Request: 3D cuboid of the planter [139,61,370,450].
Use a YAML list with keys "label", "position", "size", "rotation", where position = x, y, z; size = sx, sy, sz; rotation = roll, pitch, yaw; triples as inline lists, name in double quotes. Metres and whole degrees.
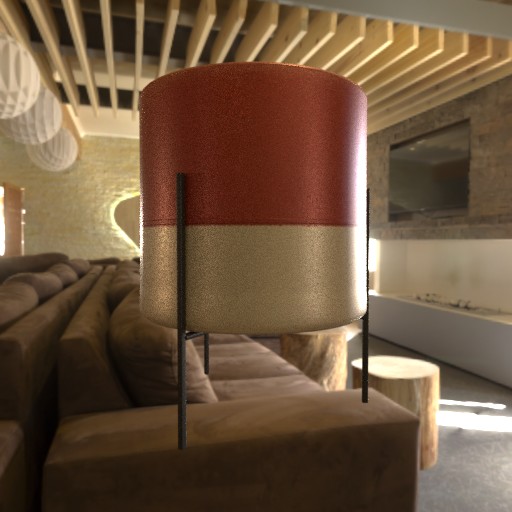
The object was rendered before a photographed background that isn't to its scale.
- label: "planter"
  position: [0.000, 0.000, 0.692]
  size: [0.354, 0.465, 0.345]
  rotation: [0, 2, -1]
